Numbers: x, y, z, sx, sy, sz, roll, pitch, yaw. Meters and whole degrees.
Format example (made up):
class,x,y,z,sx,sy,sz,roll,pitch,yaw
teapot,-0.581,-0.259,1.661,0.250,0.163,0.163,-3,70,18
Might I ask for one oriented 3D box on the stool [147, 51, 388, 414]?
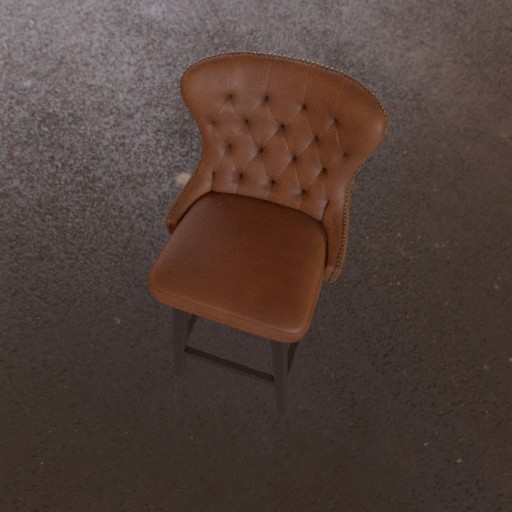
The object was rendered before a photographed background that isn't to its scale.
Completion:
class,x,y,z,sx,sy,sz,roll,pitch,yaw
stool,0.000,0.000,1.344,0.528,0.971,0.593,16,58,10
